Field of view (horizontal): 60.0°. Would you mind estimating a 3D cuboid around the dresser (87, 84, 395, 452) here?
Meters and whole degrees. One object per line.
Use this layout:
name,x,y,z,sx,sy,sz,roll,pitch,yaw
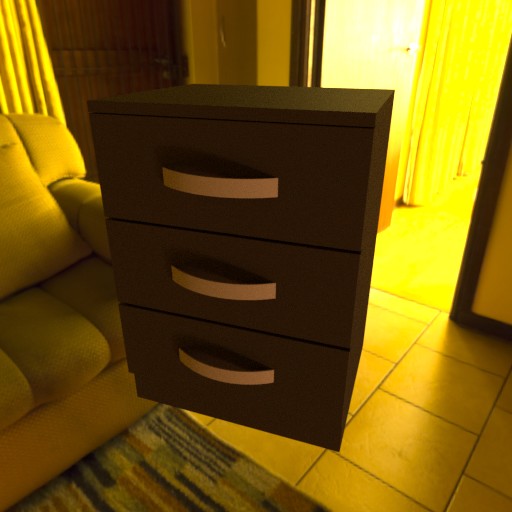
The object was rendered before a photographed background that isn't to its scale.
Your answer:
dresser,0.000,0.000,0.817,0.400,0.560,0.360,9,27,18
